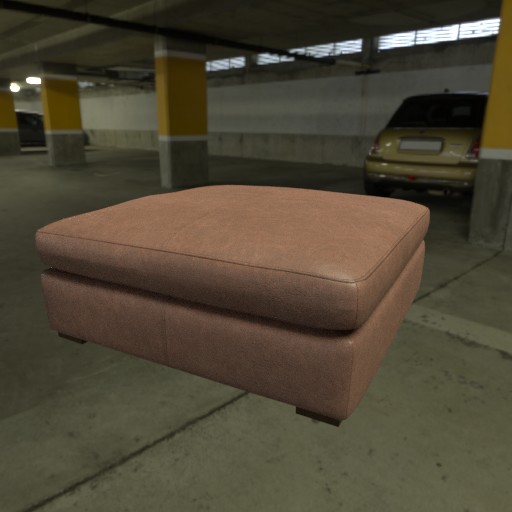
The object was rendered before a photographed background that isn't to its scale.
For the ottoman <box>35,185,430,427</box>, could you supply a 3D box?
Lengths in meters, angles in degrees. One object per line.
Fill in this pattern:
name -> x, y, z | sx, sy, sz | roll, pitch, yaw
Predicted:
ottoman -> 0.000, 0.000, 1.775 | 1.168, 0.490, 1.168 | 9, 19, 27
